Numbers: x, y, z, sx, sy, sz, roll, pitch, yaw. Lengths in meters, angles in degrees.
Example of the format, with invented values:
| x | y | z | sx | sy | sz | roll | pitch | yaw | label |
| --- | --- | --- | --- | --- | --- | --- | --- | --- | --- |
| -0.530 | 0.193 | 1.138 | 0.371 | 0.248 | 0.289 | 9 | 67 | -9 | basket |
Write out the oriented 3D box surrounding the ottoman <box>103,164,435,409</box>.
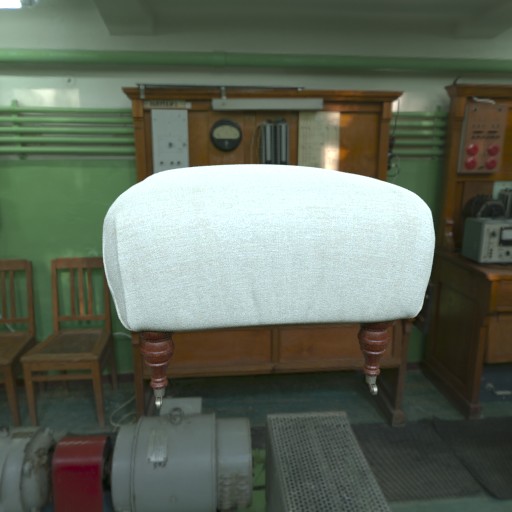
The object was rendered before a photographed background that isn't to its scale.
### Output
| x | y | z | sx | sy | sz | roll | pitch | yaw | label |
| --- | --- | --- | --- | --- | --- | --- | --- | --- | --- |
| 0.000 | 0.000 | 1.132 | 0.622 | 0.450 | 0.747 | -2 | 14 | -6 | ottoman |
